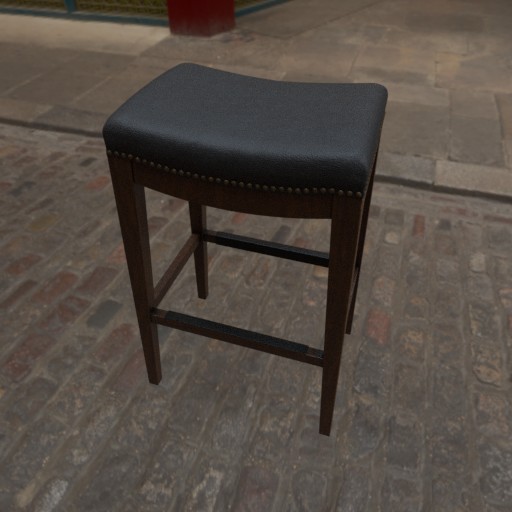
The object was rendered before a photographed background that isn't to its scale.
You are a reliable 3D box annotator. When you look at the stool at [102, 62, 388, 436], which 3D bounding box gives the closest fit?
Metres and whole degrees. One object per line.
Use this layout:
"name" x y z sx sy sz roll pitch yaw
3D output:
"stool" 0.000 0.000 1.038 0.500 0.765 0.361 12 43 13
